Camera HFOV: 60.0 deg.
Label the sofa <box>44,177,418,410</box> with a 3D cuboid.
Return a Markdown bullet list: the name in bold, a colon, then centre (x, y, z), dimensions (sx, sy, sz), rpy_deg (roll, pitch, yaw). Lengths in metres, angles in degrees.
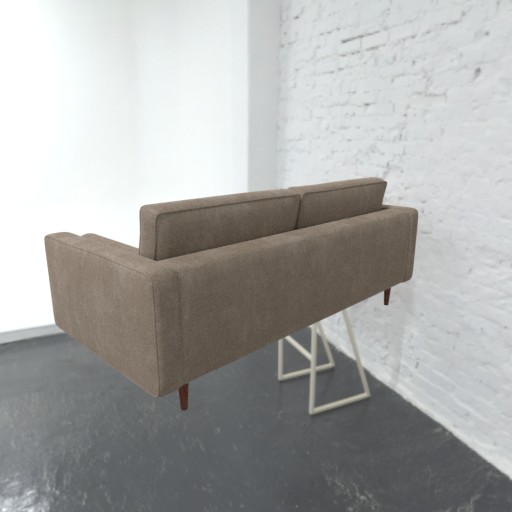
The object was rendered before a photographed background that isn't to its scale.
- **sofa**: centre (0.000, 0.000, 2.363), dimensions (1.883, 0.769, 0.920), rpy_deg (-15, 21, -43)
